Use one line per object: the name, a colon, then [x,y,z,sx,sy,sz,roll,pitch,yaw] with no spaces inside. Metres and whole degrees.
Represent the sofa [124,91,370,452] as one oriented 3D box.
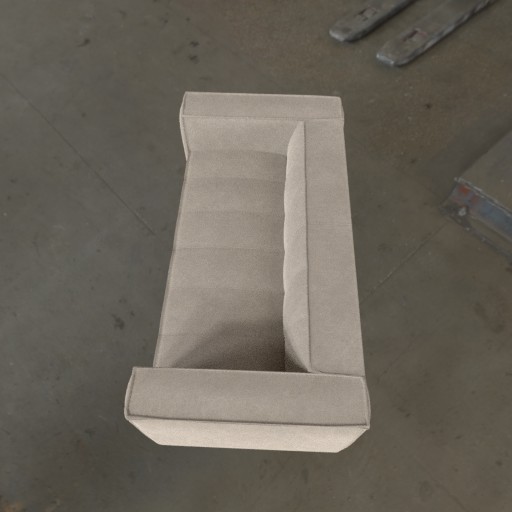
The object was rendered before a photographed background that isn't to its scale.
sofa: [0.000,0.000,2.527,1.038,0.680,1.995,2,59,1]
